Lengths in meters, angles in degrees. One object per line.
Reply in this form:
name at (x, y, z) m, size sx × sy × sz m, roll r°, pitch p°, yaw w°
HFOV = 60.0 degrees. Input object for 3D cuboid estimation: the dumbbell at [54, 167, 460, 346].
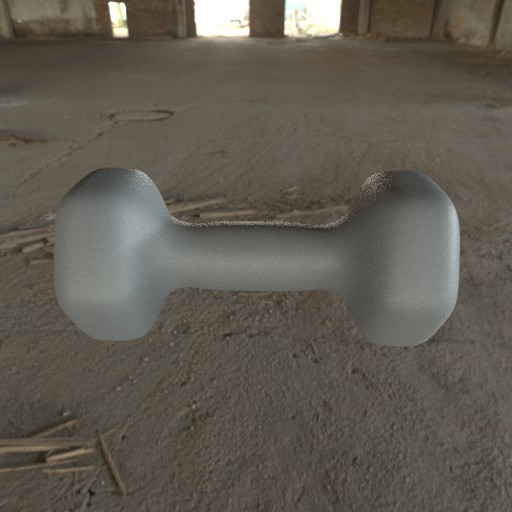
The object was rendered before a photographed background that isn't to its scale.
dumbbell at (0.000, 0.000, 0.224) m, size 0.184 × 0.081 × 0.090 m, roll 1°, pitch 29°, yaw 2°
